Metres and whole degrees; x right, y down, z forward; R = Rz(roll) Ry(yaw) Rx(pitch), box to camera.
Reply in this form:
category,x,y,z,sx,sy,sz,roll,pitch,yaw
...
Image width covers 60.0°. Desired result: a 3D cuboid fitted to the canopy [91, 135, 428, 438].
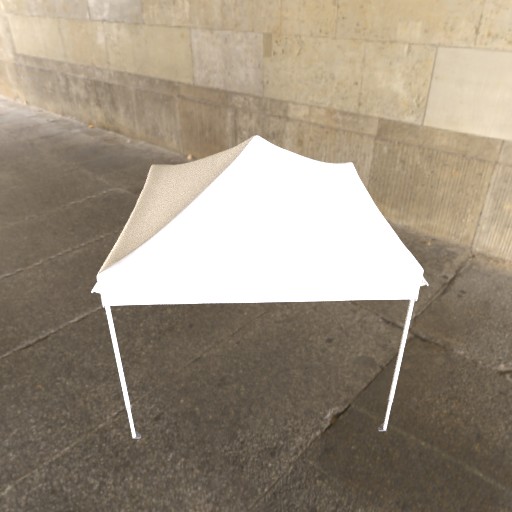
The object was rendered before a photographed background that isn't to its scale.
category,x,y,z,sx,sy,sz,roll,pitch,yaw
canopy,0.000,0.000,5.502,2.996,2.998,2.994,-1,31,-2
